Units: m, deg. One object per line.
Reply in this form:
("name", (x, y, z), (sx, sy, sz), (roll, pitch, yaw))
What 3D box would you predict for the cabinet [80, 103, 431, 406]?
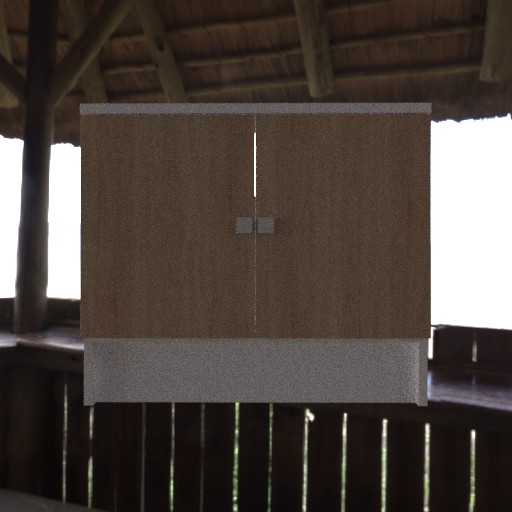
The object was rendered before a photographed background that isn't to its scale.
("cabinet", (0.000, 0.000, 0.947), (0.600, 0.522, 0.400), (0, 0, 0))
